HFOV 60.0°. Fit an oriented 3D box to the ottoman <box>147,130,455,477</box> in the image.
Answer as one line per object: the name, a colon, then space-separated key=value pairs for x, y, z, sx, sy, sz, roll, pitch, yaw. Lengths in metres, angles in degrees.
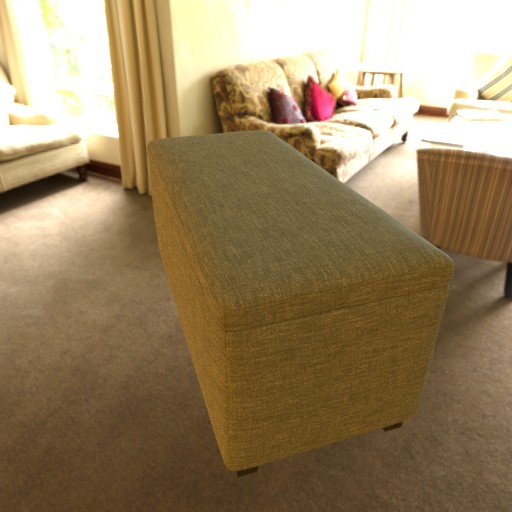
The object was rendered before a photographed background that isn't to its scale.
ottoman: x=0.000 y=0.000 z=1.115 sx=0.419 sy=0.432 sz=0.902 roll=-10 pitch=31 yaw=-16
